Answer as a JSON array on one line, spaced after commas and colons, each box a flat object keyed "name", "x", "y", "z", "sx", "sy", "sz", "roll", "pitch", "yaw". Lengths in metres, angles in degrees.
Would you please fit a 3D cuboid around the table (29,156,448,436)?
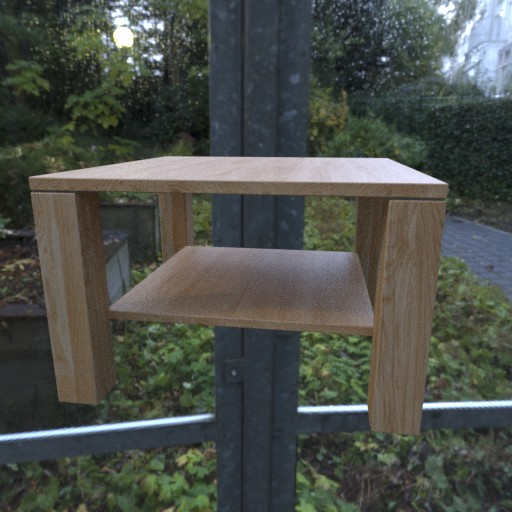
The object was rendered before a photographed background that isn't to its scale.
[{"name": "table", "x": 0.000, "y": 0.000, "z": 1.117, "sx": 0.700, "sy": 0.450, "sz": 0.700, "roll": 2, "pitch": 16, "yaw": 8}]
